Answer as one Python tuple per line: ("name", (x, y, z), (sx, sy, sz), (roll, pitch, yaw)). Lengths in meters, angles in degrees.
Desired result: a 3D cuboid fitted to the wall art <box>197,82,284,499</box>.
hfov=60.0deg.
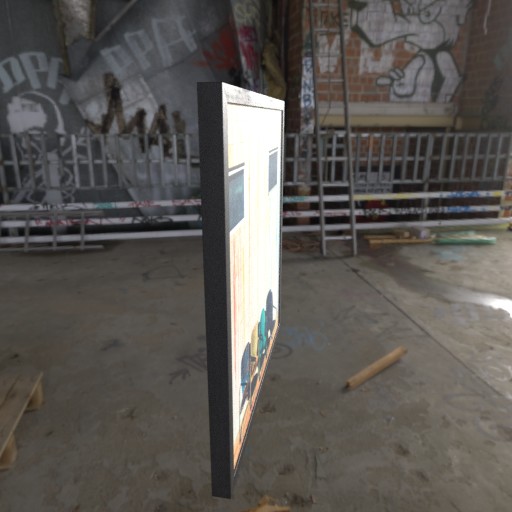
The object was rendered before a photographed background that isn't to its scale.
("wall art", (0.000, 0.000, 1.116), (0.039, 0.763, 0.763), (3, 17, 10))
